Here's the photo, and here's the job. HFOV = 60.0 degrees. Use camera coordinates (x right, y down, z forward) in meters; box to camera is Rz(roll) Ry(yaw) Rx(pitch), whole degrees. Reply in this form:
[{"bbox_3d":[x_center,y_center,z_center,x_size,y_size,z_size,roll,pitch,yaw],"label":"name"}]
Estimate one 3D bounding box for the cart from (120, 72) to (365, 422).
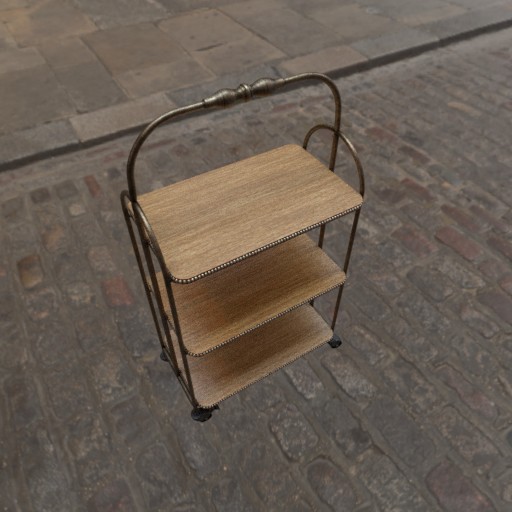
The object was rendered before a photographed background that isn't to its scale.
[{"bbox_3d":[0.000,0.000,1.301,0.650,1.052,0.330,-24,51,-21],"label":"cart"}]
